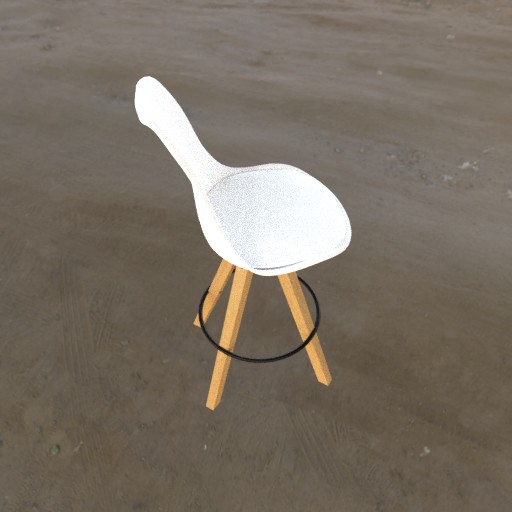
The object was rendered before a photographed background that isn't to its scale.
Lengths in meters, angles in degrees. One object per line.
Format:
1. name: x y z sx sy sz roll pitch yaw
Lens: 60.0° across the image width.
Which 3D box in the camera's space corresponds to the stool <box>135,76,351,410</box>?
1. stool: 0.000 0.000 1.413 0.549 1.115 0.482 -9 46 -9
